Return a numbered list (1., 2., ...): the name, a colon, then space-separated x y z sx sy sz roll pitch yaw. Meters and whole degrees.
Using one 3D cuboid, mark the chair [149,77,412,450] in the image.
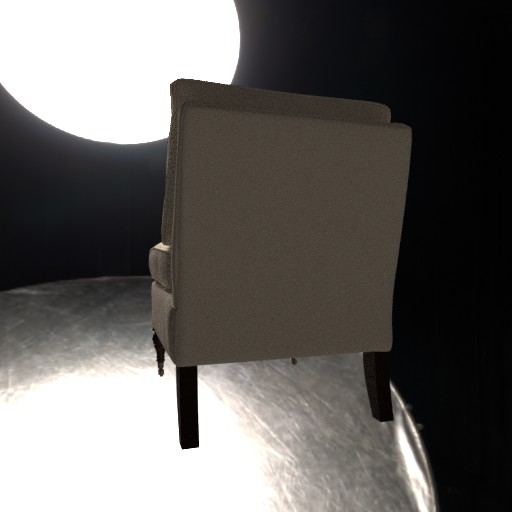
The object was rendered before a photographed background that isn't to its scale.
1. chair: 0.000 0.000 1.402 0.630 0.887 0.781 0 1 -18
